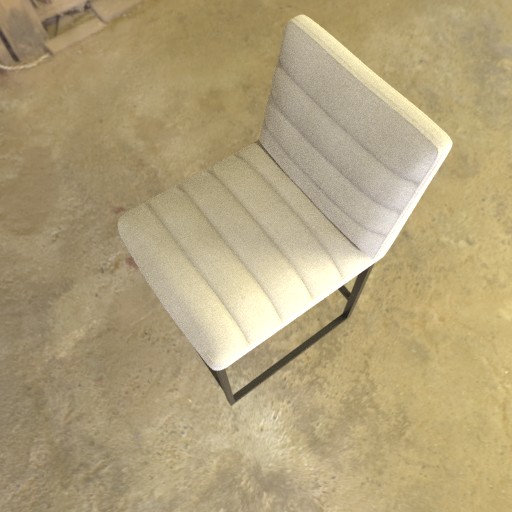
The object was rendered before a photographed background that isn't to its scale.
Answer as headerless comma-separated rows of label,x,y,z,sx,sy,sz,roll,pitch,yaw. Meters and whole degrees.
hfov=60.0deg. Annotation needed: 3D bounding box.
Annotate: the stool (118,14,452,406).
stool,0.000,0.000,1.214,0.567,0.971,0.459,-33,68,-15
